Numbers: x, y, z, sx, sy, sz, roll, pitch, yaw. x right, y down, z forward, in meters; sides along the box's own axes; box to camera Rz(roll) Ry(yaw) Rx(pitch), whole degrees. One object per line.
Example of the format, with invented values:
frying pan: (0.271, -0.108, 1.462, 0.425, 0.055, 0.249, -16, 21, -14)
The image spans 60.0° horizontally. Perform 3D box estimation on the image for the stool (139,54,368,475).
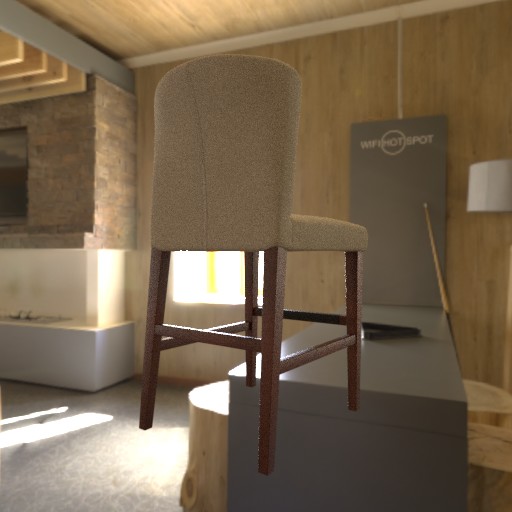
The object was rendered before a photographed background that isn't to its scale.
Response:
stool: (0.000, 0.000, 1.313, 0.479, 0.968, 0.568, 1, 1, 36)
